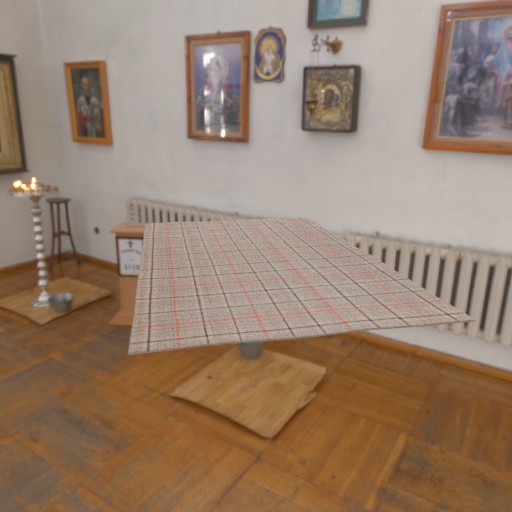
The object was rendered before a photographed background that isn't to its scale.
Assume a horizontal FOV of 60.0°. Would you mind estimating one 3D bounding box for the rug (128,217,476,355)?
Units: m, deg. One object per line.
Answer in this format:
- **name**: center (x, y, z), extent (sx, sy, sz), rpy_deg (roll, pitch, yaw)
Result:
- **rug**: center (0.000, 0.000, 3.004), extent (1.524, 0.015, 2.439), rpy_deg (-3, 17, -11)
